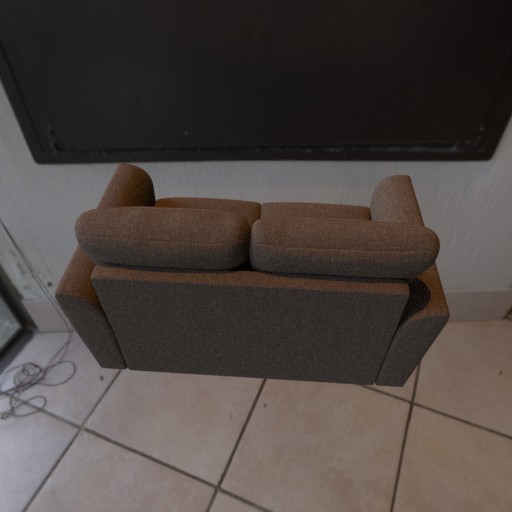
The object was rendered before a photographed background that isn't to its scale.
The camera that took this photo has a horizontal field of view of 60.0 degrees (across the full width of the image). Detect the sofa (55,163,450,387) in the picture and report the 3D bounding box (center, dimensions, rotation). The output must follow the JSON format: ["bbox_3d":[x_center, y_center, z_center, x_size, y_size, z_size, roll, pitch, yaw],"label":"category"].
[{"bbox_3d":[0.000,0.000,1.996,1.423,0.885,0.851,3,47,3],"label":"sofa"}]
